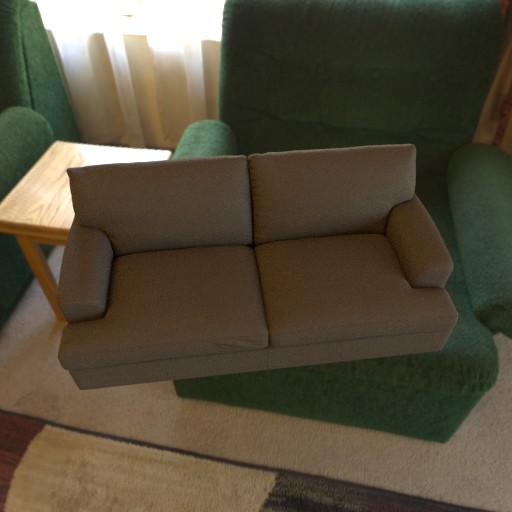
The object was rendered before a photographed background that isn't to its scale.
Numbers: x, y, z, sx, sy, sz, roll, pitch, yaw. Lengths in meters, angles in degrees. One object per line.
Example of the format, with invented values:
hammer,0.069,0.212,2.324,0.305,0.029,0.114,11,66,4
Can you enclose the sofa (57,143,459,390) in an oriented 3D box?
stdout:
sofa,0.000,0.000,2.730,2.271,0.950,1.140,-5,46,-5
